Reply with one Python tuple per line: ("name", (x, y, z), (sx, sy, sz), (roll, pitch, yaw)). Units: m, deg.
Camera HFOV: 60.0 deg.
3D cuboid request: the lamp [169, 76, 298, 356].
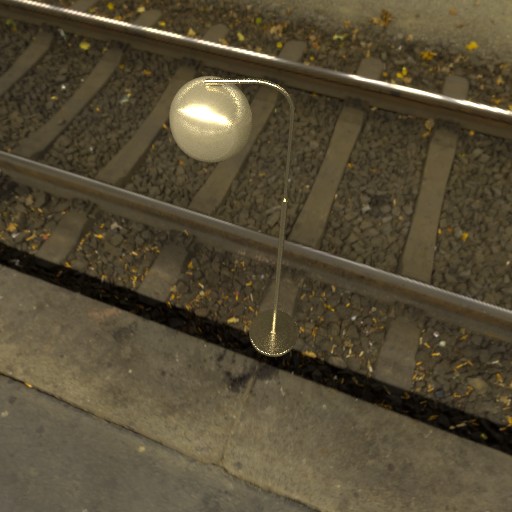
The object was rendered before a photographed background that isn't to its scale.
("lamp", (0.000, 0.000, 1.659), (0.431, 1.526, 0.250), (0, 58, 0))
